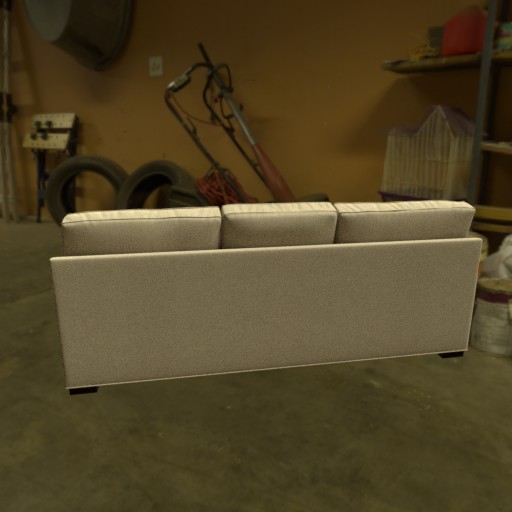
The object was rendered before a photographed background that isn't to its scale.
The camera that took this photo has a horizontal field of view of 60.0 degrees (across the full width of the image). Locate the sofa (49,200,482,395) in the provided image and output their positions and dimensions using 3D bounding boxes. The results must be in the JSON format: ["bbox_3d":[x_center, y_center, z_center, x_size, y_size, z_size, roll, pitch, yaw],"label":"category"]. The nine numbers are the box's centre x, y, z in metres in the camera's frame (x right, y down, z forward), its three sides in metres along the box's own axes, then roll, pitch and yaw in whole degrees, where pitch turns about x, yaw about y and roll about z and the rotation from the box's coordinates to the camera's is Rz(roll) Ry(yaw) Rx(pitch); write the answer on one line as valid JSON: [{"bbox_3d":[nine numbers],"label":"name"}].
[{"bbox_3d":[0.000,0.000,2.840,2.087,0.861,1.496,-3,16,-10],"label":"sofa"}]
